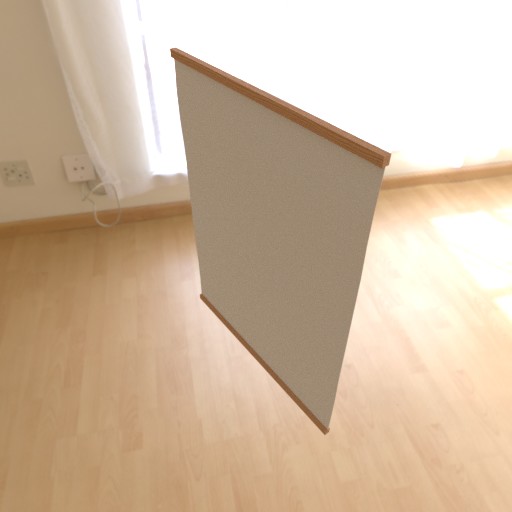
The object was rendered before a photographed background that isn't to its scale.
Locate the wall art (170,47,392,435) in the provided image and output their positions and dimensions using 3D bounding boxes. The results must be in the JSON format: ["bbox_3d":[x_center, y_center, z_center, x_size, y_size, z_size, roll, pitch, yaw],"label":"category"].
[{"bbox_3d":[0.000,0.000,0.804,0.011,0.605,0.458,-27,48,-27],"label":"wall art"}]
